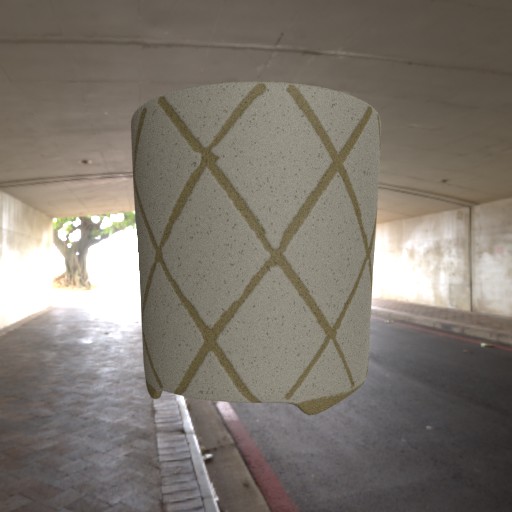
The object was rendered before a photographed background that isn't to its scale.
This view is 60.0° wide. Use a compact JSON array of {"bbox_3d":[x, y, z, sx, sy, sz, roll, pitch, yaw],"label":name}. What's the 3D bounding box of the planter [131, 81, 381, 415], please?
[{"bbox_3d":[0.000,0.000,0.349,0.191,0.199,0.191,0,-1,0],"label":"planter"}]
